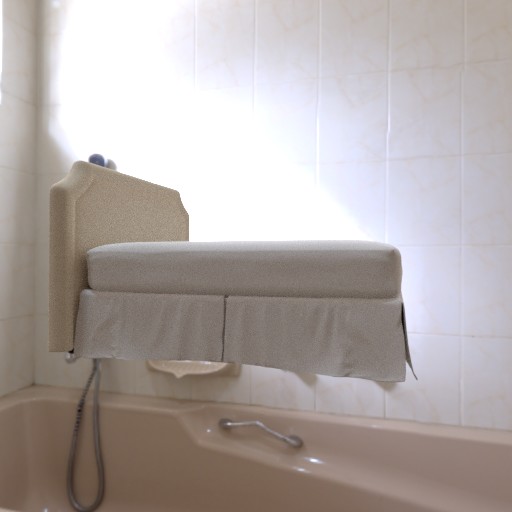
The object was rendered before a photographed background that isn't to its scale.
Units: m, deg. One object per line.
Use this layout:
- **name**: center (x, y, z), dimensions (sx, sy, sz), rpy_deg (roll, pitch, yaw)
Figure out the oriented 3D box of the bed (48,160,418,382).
- **bed**: center (0.000, 0.000, 3.329), dimensions (2.209, 1.296, 1.827), rpy_deg (0, 0, 17)
